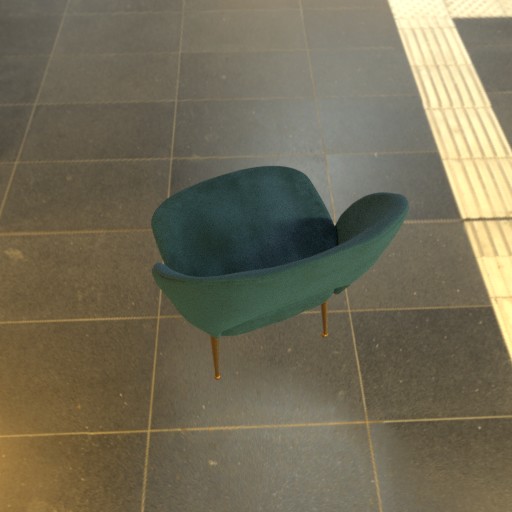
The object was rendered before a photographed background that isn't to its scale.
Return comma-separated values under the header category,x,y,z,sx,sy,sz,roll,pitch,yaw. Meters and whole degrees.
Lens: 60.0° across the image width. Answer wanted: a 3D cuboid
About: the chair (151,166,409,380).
category,x,y,z,sx,sy,sz,roll,pitch,yaw
chair,0.000,0.000,1.194,0.527,0.860,0.577,-19,61,-11
